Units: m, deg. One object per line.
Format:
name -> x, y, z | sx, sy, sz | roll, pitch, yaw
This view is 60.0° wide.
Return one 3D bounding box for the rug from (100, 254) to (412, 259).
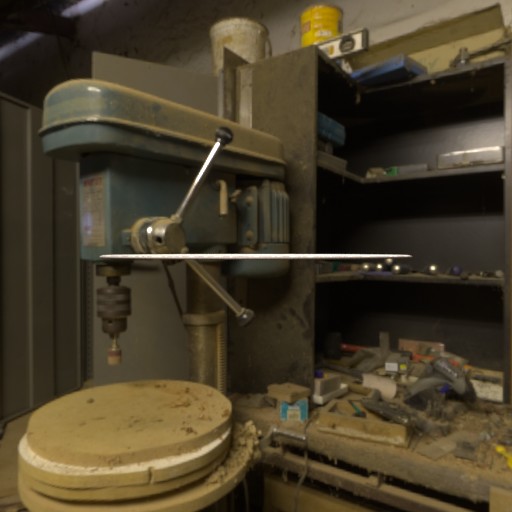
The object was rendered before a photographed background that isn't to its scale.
rug -> 0.000, 0.000, 2.394 | 1.593, 0.012, 1.593 | 0, 1, 0
